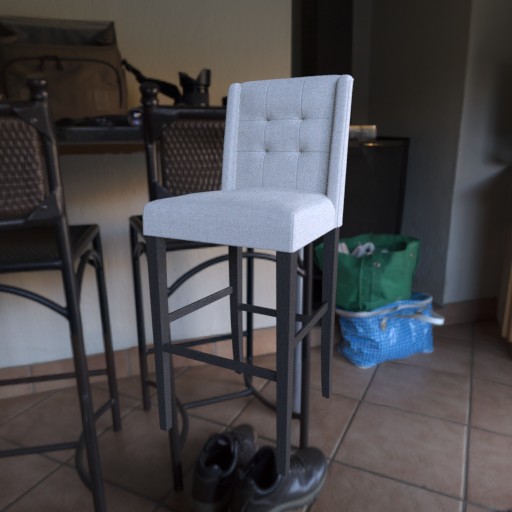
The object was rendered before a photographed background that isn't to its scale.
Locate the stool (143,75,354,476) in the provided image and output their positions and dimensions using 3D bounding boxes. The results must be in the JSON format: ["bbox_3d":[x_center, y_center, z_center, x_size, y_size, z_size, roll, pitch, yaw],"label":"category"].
[{"bbox_3d":[0.000,0.000,1.409,0.474,1.116,0.509,7,16,27],"label":"stool"}]
